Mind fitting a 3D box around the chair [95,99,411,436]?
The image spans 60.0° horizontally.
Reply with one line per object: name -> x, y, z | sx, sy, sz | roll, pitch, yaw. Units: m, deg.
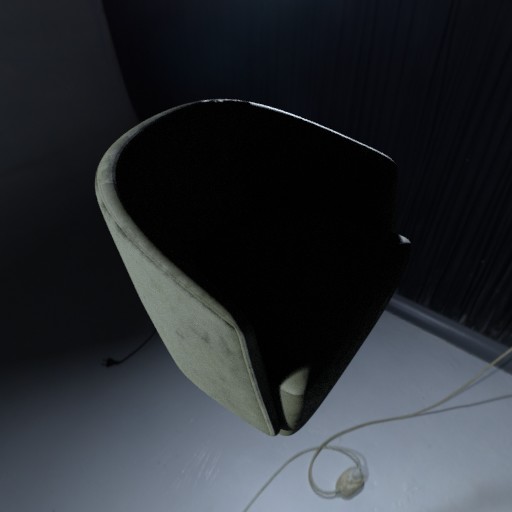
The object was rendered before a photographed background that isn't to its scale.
chair -> 0.000, 0.000, 1.335 | 0.767, 0.698, 0.773 | 26, 49, 26
